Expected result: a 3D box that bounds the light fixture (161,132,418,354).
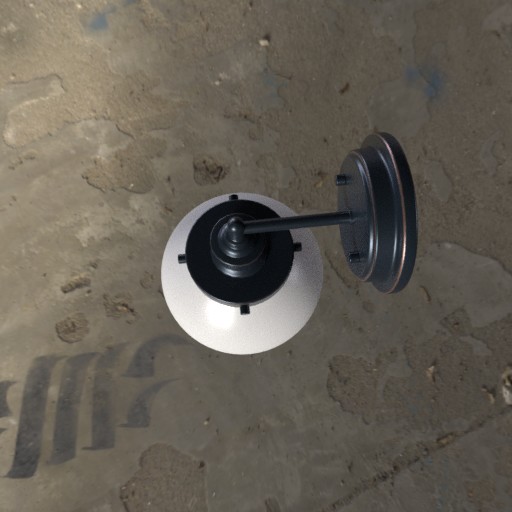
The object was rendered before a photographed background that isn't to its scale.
[{"bbox_3d":[0.000,0.000,0.478,0.230,0.332,0.197,-6,75,-2],"label":"light fixture"}]
